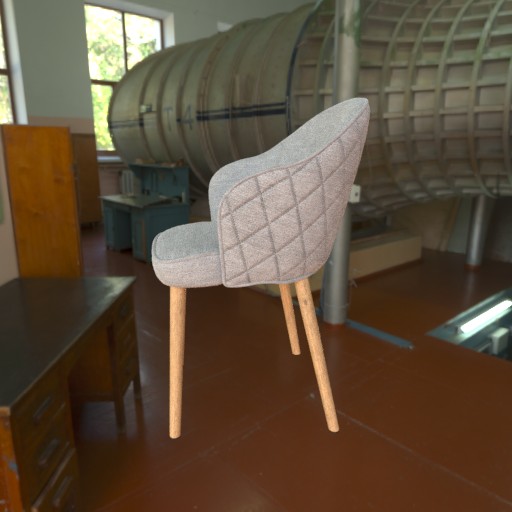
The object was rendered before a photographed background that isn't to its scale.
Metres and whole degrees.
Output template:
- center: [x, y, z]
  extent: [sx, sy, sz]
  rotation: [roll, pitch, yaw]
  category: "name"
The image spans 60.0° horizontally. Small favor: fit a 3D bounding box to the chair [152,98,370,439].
- center: [0.000, 0.000, 1.181]
  extent: [0.530, 0.800, 0.540]
  rotation: [-2, 14, -8]
  category: "chair"
